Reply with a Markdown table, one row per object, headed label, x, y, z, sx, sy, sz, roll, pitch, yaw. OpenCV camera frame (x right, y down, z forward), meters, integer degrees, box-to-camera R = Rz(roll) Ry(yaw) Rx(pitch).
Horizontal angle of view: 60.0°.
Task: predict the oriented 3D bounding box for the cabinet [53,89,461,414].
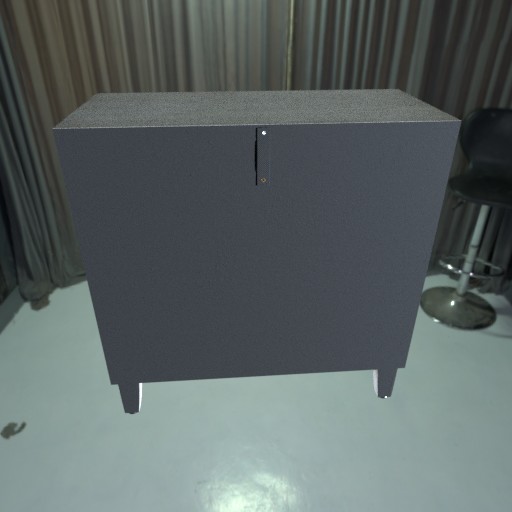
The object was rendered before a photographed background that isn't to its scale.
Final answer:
| label | x | y | z | sx | sy | sz | roll | pitch | yaw |
| --- | --- | --- | --- | --- | --- | --- | --- | --- | --- |
| cabinet | 0.000 | 0.000 | 1.196 | 0.781 | 0.787 | 0.370 | -2 | 30 | -4 |
